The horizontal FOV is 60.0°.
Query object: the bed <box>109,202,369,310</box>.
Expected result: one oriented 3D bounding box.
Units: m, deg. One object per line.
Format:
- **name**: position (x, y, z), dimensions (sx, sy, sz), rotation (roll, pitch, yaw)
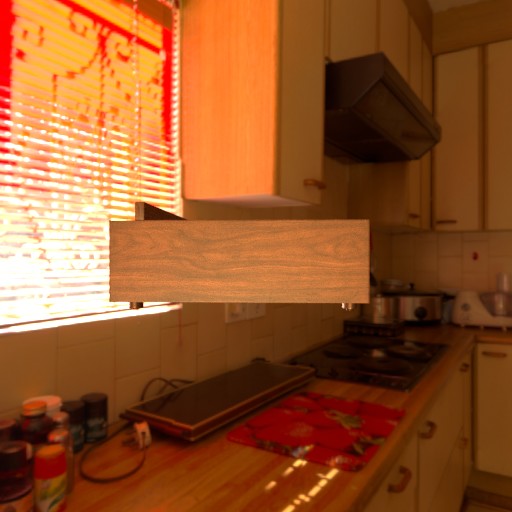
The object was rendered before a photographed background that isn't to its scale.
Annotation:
- **bed**: position (0.000, 0.000, 2.326), dimensions (0.787, 0.326, 2.057), rotation (0, 0, 2)
